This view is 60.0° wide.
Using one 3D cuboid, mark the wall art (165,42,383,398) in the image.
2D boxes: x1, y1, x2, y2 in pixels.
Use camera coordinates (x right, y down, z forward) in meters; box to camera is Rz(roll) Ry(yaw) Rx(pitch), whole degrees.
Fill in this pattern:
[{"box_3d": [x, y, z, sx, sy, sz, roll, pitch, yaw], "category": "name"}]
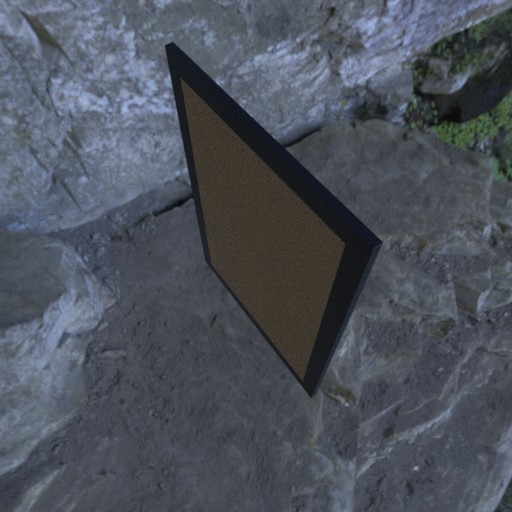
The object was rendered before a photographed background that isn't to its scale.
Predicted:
[{"box_3d": [0.000, 0.000, 0.711, 0.013, 0.534, 0.381, -32, 63, -18], "category": "wall art"}]
